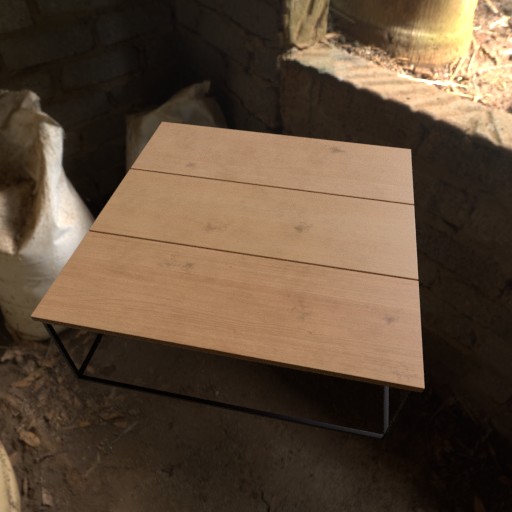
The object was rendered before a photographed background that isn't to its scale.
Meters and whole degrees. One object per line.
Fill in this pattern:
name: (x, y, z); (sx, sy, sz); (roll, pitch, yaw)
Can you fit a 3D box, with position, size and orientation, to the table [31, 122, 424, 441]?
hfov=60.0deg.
table: (0.000, 0.000, 1.714); (1.100, 0.400, 1.100); (9, 47, 8)
